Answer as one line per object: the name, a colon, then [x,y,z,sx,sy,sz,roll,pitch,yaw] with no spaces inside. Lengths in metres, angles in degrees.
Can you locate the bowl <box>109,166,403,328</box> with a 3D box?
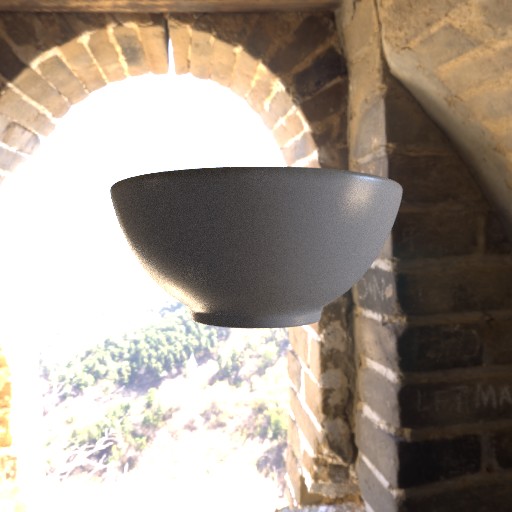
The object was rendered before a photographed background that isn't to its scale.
bowl: [0.000,0.000,0.427,0.268,0.121,0.268,0,0,0]
